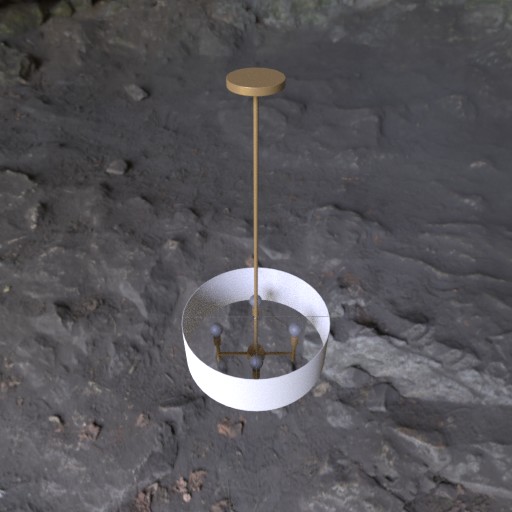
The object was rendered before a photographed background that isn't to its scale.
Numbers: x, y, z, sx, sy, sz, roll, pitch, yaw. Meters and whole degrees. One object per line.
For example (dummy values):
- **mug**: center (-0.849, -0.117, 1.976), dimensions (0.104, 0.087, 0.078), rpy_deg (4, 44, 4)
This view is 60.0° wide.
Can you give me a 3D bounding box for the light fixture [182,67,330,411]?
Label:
- **light fixture**: center (0.000, 0.000, 1.352), dimensions (0.508, 1.067, 0.508), rpy_deg (0, 40, 0)
